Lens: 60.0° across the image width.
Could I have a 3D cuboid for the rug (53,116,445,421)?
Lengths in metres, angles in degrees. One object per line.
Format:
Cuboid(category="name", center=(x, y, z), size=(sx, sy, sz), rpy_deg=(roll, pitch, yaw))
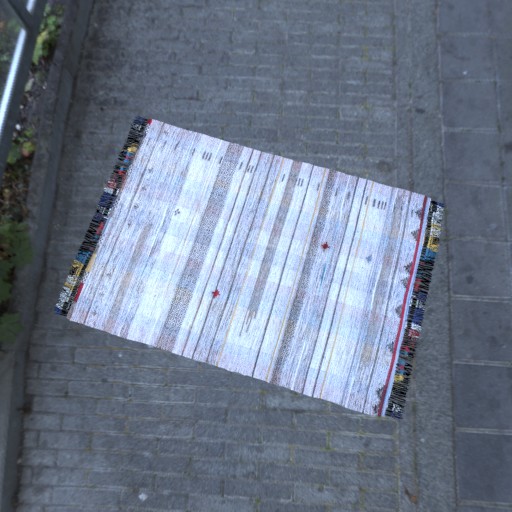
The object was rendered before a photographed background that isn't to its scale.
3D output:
Cuboid(category="rug", center=(0.000, 0.000, 2.355), size=(1.848, 0.012, 1.217), rpy_deg=(17, 76, 4))
